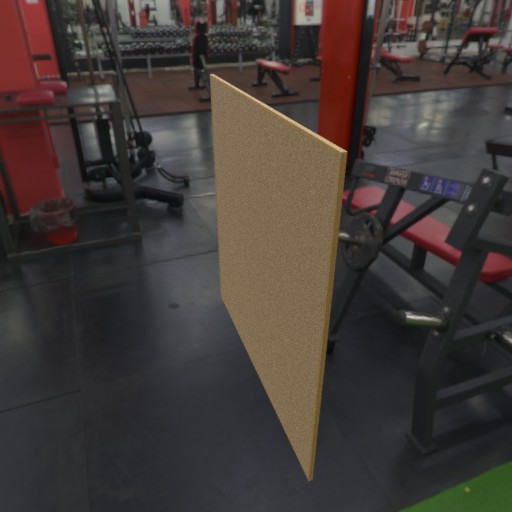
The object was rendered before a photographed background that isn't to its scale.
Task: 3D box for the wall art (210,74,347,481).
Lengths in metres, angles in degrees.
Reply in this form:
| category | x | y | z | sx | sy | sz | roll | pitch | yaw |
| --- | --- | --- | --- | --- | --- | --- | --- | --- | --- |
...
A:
| category | x | y | z | sx | sy | sz | roll | pitch | yaw |
| --- | --- | --- | --- | --- | --- | --- | --- | --- | --- |
| wall art | 0.000 | 0.000 | 1.419 | 0.013 | 0.959 | 0.962 | -10 | 32 | -16 |
